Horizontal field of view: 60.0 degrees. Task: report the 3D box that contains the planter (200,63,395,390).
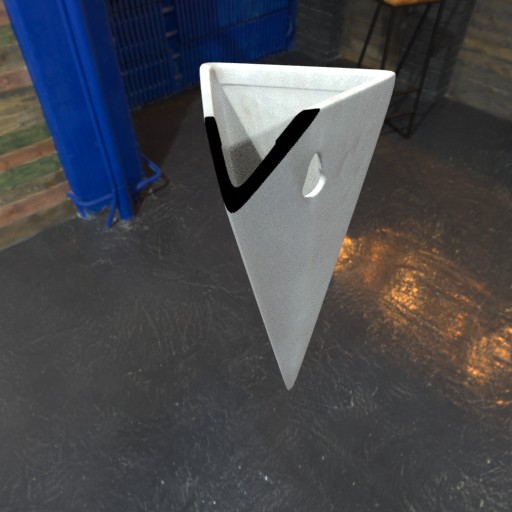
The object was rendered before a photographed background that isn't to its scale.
[{"bbox_3d":[0.000,0.000,0.158,0.058,0.130,0.047,-31,53,-27],"label":"planter"}]
